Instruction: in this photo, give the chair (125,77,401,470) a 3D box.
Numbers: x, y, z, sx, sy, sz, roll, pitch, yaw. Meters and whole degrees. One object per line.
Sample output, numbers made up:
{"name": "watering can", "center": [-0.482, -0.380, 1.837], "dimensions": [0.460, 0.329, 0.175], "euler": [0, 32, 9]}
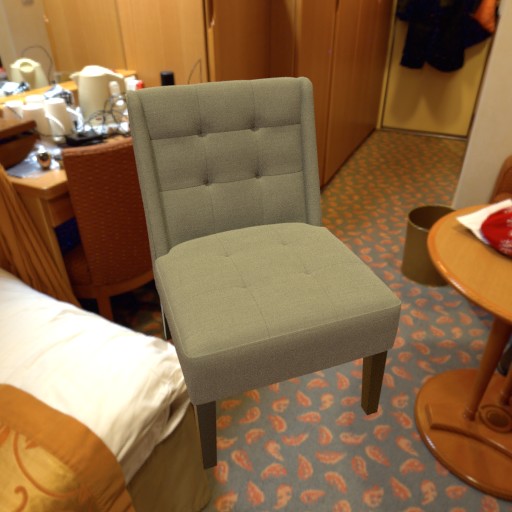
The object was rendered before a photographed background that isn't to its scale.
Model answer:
{"name": "chair", "center": [0.000, 0.000, 1.287], "dimensions": [0.569, 0.853, 0.676], "euler": [-11, 34, -17]}
